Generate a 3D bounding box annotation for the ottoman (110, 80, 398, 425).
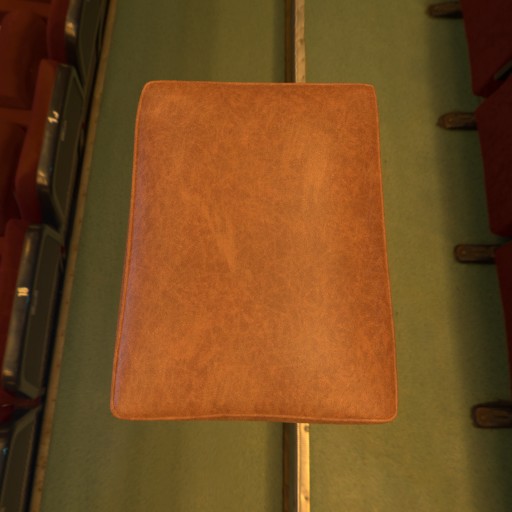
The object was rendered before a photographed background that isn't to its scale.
[{"bbox_3d":[0.000,0.000,1.096,0.554,0.468,0.756,1,74,0],"label":"ottoman"}]
